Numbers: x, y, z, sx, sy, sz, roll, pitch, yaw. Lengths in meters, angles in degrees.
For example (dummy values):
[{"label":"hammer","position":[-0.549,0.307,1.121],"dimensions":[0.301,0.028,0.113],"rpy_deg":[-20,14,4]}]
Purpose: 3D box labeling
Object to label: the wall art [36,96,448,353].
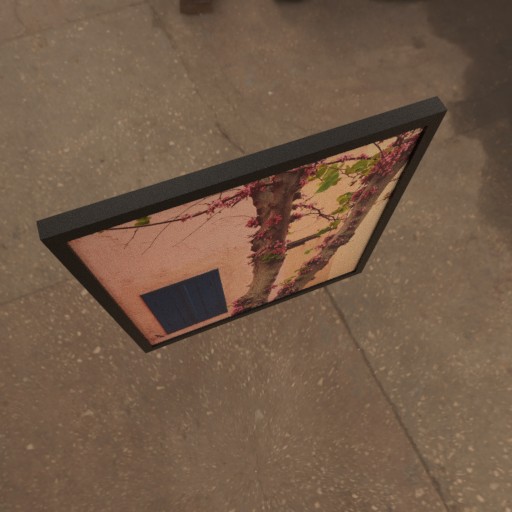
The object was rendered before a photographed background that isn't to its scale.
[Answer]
[{"label":"wall art","position":[0.000,0.000,1.124],"dimensions":[0.762,0.762,0.038],"rpy_deg":[-19,66,-9]}]
